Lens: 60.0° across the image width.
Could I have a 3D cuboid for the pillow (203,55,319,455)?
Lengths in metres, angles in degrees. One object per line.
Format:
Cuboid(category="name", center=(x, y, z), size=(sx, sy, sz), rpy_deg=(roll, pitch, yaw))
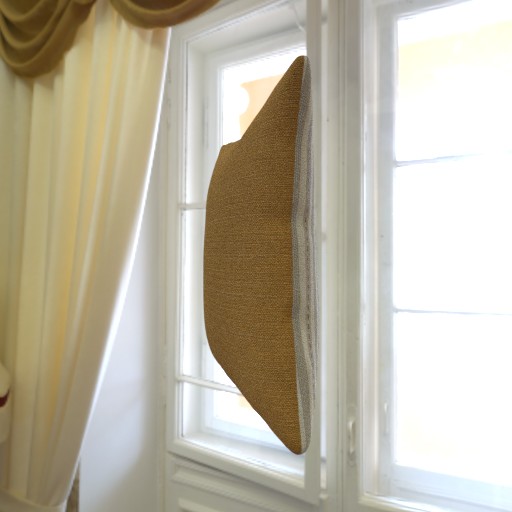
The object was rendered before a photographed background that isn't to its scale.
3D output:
Cuboid(category="pillow", center=(0.000, 0.000, 0.678), size=(0.147, 0.437, 0.432), rpy_deg=(0, -1, -16))
